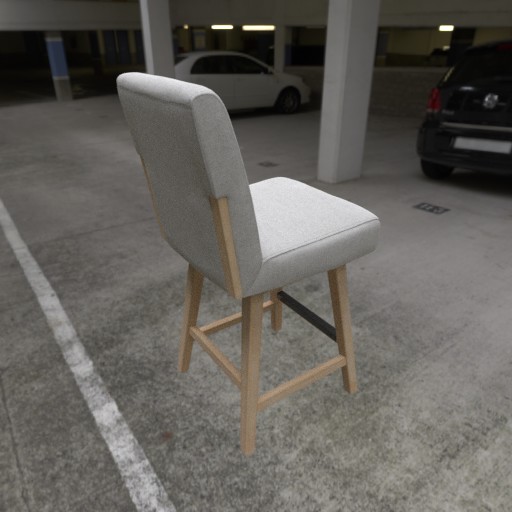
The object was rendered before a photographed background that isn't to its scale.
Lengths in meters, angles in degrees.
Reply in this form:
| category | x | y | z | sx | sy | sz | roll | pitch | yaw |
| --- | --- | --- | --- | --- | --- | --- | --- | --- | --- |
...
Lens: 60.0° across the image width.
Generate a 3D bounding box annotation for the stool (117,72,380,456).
| category | x | y | z | sx | sy | sz | roll | pitch | yaw |
| --- | --- | --- | --- | --- | --- | --- | --- | --- | --- |
| stool | 0.000 | 0.000 | 1.405 | 0.606 | 1.085 | 0.507 | -18 | 32 | -30 |
